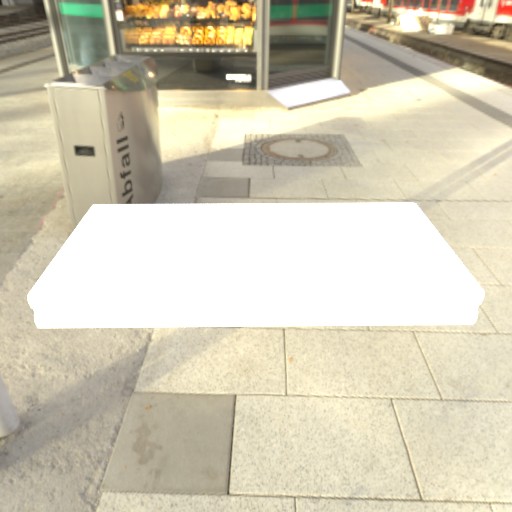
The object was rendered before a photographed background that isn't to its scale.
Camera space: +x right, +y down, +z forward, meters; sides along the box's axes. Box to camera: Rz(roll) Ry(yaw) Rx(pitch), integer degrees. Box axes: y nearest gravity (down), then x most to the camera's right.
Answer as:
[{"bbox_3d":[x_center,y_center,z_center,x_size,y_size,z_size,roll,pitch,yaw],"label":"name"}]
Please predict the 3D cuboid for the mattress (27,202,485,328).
[{"bbox_3d":[0.000,0.000,2.255,1.900,0.200,0.900,0,31,-1],"label":"mattress"}]
